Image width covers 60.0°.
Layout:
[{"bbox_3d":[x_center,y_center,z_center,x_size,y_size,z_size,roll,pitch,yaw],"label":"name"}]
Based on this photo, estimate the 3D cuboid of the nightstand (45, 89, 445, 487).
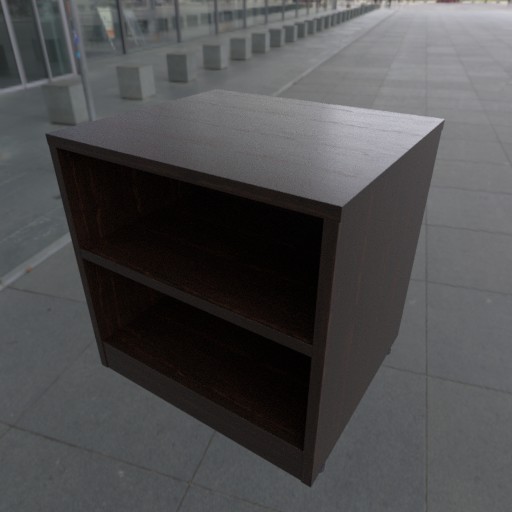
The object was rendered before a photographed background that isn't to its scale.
[{"bbox_3d":[0.000,0.000,0.838,0.489,0.487,0.427,19,36,28],"label":"nightstand"}]
